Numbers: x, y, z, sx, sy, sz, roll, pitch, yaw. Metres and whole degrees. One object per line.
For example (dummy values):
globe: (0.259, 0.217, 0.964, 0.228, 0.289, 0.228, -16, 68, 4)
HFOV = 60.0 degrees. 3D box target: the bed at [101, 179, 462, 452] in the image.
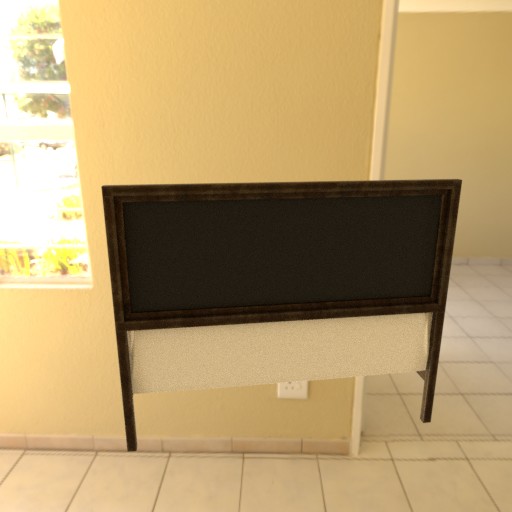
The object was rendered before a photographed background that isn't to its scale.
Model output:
bed: (0.000, 0.000, 3.175, 1.607, 1.313, 2.221, -2, 17, -8)
